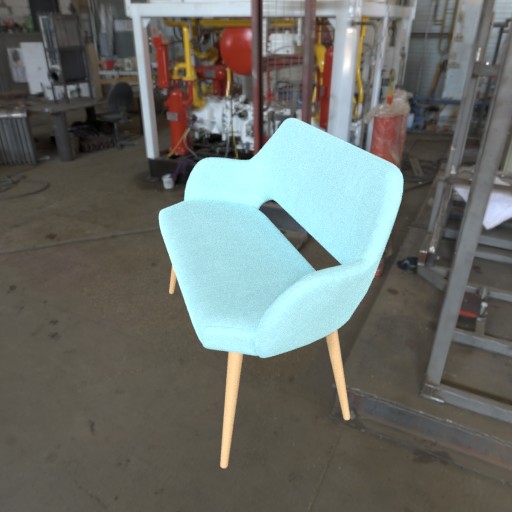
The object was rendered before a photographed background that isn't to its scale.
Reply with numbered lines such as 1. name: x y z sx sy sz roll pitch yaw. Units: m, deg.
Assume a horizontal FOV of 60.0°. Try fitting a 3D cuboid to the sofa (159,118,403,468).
1. sofa: 0.000 0.000 1.647 0.610 0.840 1.150 -9 29 -16
